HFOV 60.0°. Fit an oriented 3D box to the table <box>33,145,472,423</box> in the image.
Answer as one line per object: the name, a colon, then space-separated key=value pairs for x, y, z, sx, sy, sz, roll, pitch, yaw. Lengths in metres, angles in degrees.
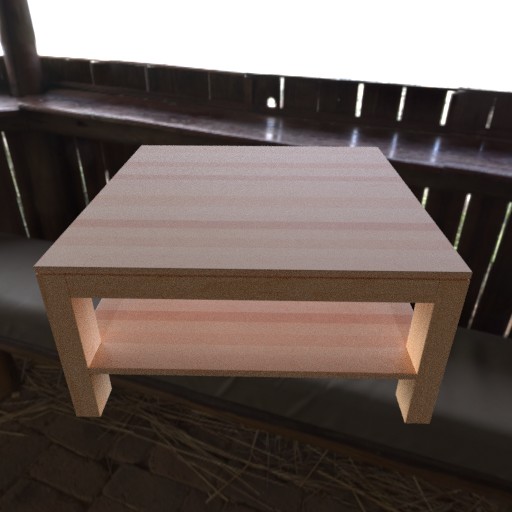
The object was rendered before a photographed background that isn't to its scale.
table: x=0.000 y=0.000 z=1.408 sx=0.900 sy=0.450 sz=0.900 roll=1 pitch=30 yaw=1
